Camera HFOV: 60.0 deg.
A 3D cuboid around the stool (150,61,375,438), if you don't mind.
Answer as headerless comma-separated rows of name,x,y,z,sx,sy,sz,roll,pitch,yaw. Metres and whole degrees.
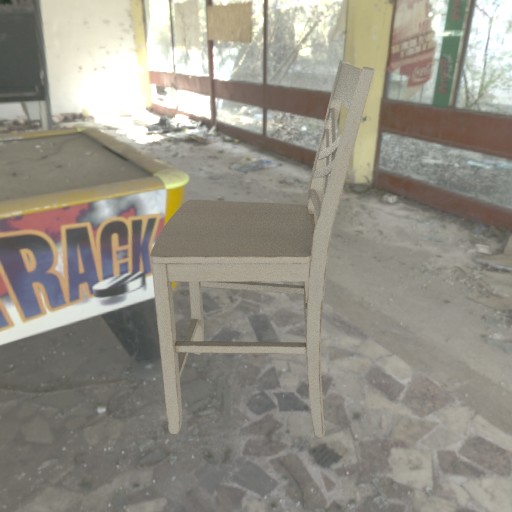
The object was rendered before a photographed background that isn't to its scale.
stool,0.000,0.000,1.350,0.539,1.079,0.462,2,25,4
